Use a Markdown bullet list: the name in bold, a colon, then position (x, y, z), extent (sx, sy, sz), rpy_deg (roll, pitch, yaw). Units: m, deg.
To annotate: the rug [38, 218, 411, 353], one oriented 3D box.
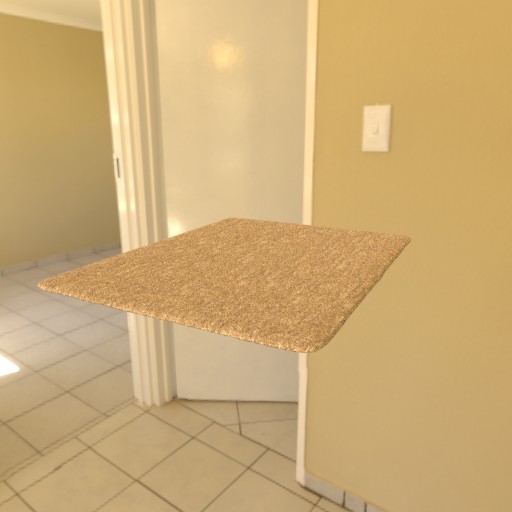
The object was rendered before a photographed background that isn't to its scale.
- **rug**: position (0.000, 0.000, 3.962), extent (2.242, 0.050, 2.873), rpy_deg (8, 18, 27)
